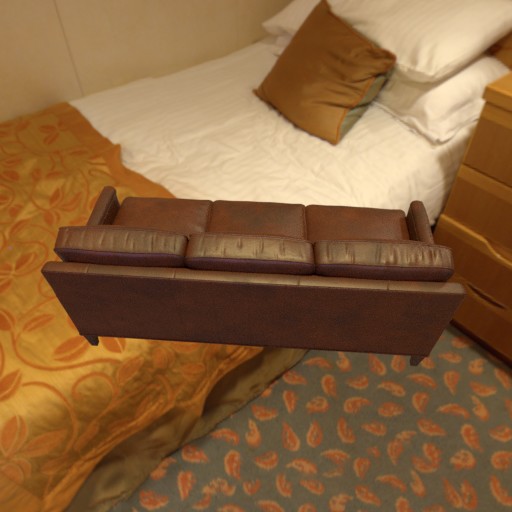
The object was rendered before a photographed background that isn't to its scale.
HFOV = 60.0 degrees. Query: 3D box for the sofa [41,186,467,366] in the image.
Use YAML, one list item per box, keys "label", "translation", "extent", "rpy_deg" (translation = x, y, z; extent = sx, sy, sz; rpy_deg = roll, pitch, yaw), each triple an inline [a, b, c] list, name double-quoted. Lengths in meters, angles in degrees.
- label: "sofa"
  translation: [0.000, 0.000, 2.844]
  extent: [2.240, 1.003, 1.084]
  rpy_deg: [3, 46, 3]
